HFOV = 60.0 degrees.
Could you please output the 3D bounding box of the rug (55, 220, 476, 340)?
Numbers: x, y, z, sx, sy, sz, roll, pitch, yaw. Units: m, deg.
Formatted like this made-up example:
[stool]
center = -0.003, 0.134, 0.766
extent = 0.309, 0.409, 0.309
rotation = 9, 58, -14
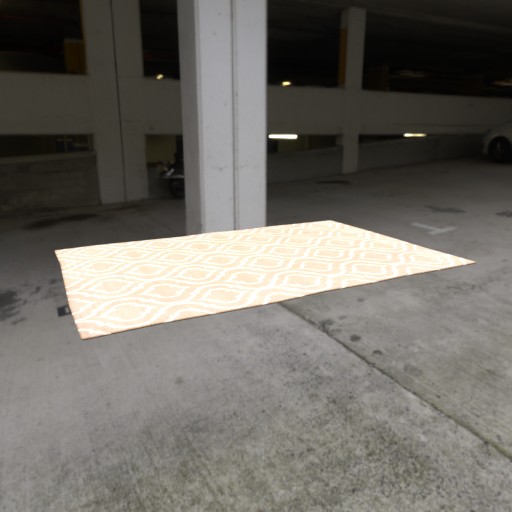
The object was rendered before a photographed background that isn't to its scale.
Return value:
[rug]
center = 0.000, 0.000, 2.182
extent = 1.761, 0.013, 1.152
rotation = -8, 18, -26
